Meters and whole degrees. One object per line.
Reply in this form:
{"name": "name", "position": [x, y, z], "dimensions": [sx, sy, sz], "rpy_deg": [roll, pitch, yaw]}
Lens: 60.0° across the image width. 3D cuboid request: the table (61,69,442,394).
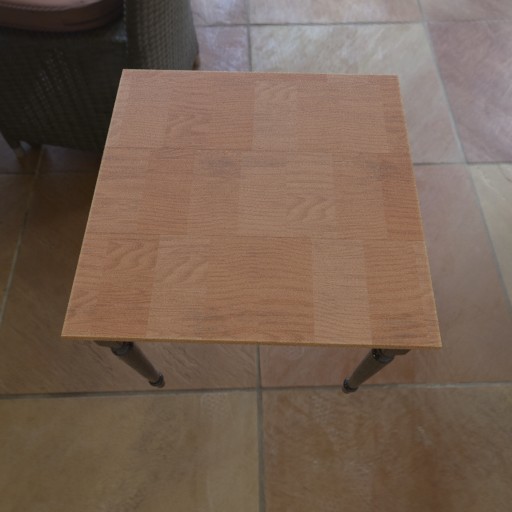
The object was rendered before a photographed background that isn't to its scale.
{"name": "table", "position": [0.000, 0.000, 1.363], "dimensions": [0.747, 0.738, 0.747], "rpy_deg": [1, 63, 1]}
